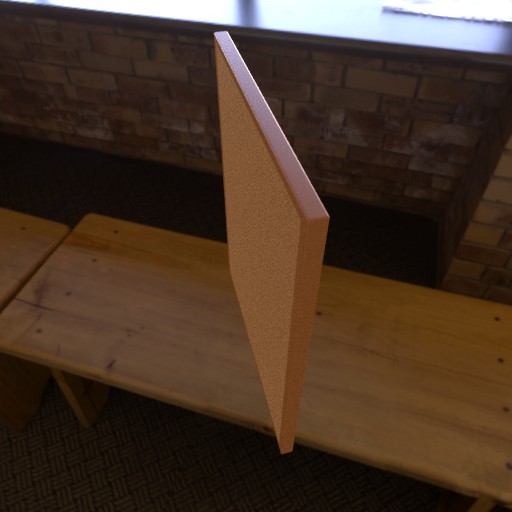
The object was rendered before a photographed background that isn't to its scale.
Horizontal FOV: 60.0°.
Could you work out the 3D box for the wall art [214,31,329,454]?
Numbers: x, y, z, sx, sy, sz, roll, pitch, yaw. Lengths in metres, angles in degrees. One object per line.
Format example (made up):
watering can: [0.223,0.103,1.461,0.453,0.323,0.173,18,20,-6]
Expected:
wall art: [0.000,0.000,0.506,0.015,0.379,0.310,-10,47,-10]
